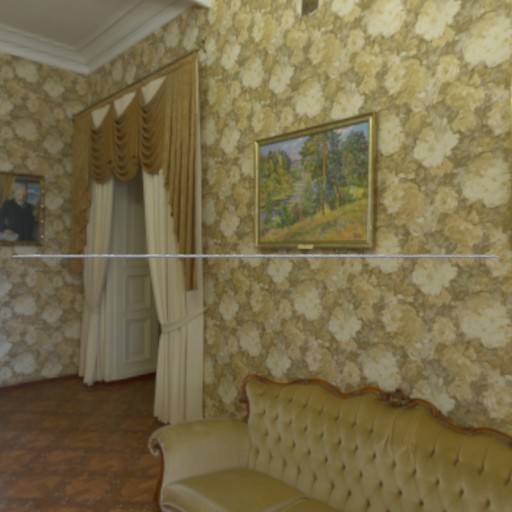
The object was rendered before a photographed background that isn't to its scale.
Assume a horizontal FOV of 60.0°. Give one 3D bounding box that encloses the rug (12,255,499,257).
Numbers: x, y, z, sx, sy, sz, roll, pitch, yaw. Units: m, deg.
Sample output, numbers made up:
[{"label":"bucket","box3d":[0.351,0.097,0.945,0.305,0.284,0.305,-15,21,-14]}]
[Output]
[{"label":"rug","box3d":[0.000,0.000,1.408,1.219,0.007,0.604,0,0,1]}]
